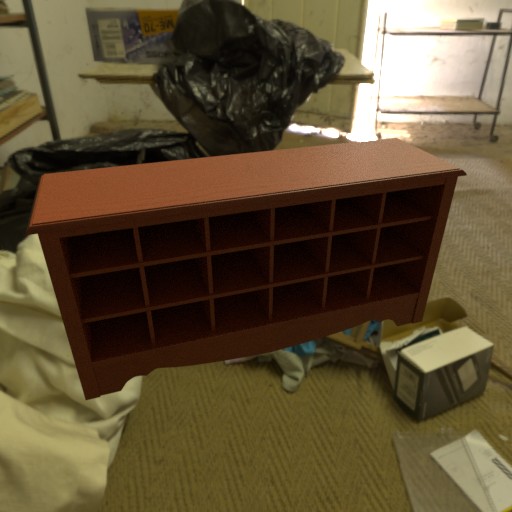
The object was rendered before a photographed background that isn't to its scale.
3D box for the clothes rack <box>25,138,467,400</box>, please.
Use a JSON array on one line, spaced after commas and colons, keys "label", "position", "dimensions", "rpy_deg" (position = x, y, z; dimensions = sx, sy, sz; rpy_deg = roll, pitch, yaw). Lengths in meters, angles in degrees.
[{"label": "clothes rack", "position": [0.000, 0.000, 1.493], "dimensions": [1.251, 0.594, 0.362], "rpy_deg": [-10, 32, -15]}]
